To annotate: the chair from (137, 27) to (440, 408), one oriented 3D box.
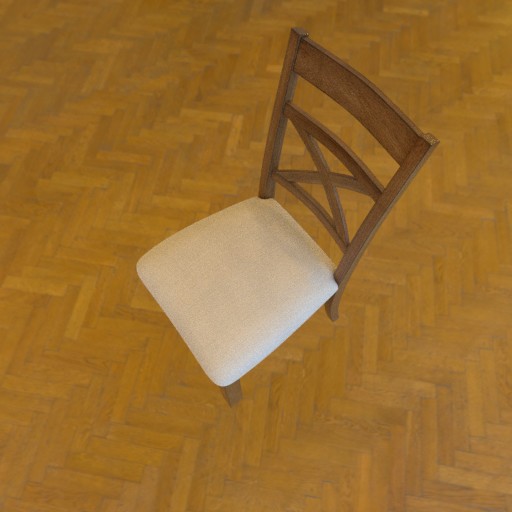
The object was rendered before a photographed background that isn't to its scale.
[{"bbox_3d":[0.000,0.000,1.239,0.581,0.949,0.461,-34,68,-16],"label":"chair"}]
